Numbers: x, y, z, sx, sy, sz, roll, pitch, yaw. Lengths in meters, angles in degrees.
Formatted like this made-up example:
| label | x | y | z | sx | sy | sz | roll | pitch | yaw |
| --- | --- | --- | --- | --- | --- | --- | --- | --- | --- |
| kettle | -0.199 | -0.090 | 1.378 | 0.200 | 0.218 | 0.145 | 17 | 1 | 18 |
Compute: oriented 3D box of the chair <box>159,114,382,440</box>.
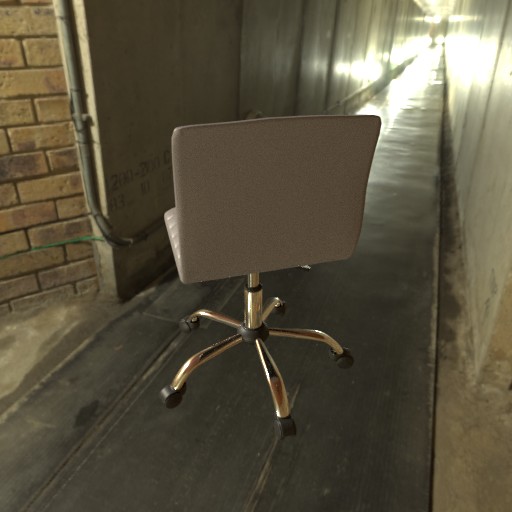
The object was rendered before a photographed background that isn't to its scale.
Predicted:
| label | x | y | z | sx | sy | sz | roll | pitch | yaw |
| --- | --- | --- | --- | --- | --- | --- | --- | --- | --- |
| chair | 0.000 | 0.000 | 1.121 | 0.569 | 0.750 | 0.542 | -8 | 29 | -15 |
